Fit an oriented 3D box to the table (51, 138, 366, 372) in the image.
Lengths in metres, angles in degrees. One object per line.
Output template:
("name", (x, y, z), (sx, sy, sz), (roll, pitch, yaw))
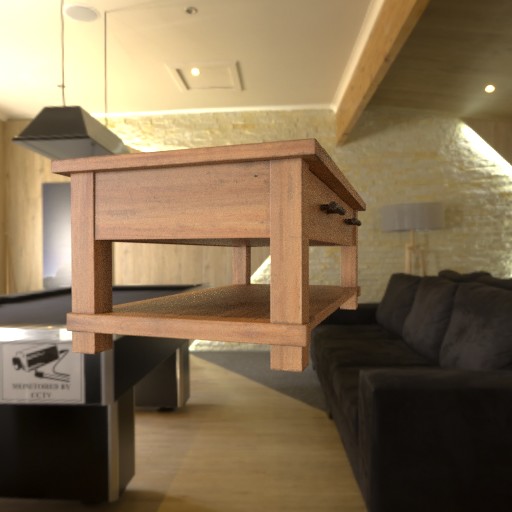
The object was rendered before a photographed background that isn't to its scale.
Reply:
("table", (0.000, 0.000, 1.620), (0.693, 0.494, 1.270), (0, 0, 18))
